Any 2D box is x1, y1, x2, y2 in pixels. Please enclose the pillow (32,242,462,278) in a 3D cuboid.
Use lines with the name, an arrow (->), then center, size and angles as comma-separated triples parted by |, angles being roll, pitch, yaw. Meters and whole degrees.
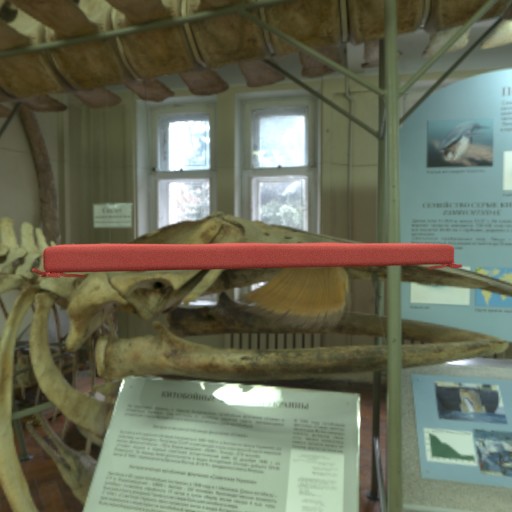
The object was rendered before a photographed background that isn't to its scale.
pillow -> 0.000, 0.000, 1.358 | 1.187, 0.081, 0.492 | -1, 2, -19
